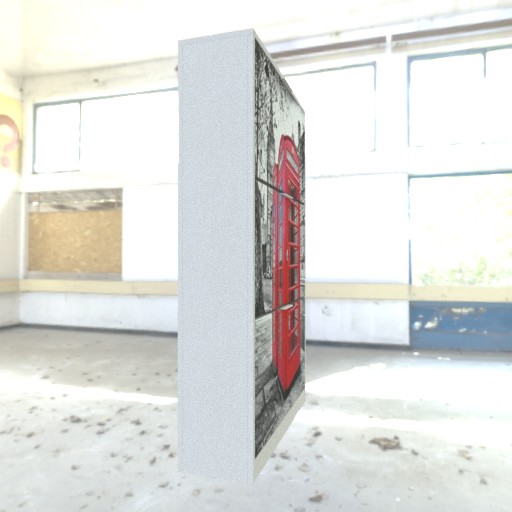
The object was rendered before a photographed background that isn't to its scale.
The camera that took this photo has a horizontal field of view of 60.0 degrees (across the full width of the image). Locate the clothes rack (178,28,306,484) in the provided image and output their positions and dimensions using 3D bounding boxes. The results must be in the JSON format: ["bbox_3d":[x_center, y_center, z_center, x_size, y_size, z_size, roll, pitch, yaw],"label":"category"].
[{"bbox_3d":[0.000,0.000,1.635,0.250,1.280,0.750,0,0,18],"label":"clothes rack"}]
